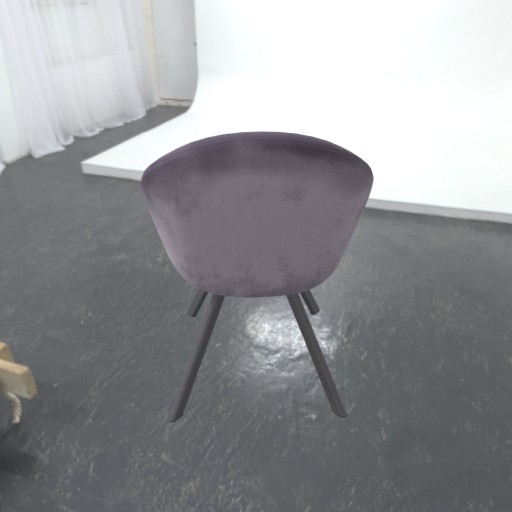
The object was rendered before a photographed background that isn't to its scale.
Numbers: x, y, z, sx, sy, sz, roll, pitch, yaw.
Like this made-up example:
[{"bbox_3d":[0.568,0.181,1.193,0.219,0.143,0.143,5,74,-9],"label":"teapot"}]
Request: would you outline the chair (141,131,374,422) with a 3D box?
[{"bbox_3d":[0.000,0.000,1.189,0.550,0.795,0.590,-1,30,-2],"label":"chair"}]
